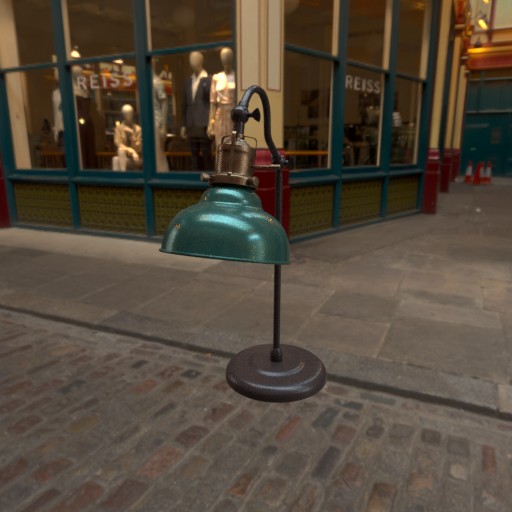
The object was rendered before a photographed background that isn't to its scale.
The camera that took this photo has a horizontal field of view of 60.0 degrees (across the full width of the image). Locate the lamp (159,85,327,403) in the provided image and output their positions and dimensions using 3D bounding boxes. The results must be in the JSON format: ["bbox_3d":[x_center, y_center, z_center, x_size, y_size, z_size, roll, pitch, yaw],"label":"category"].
[{"bbox_3d":[0.000,0.000,0.702,0.192,0.508,0.374,7,16,24],"label":"lamp"}]
